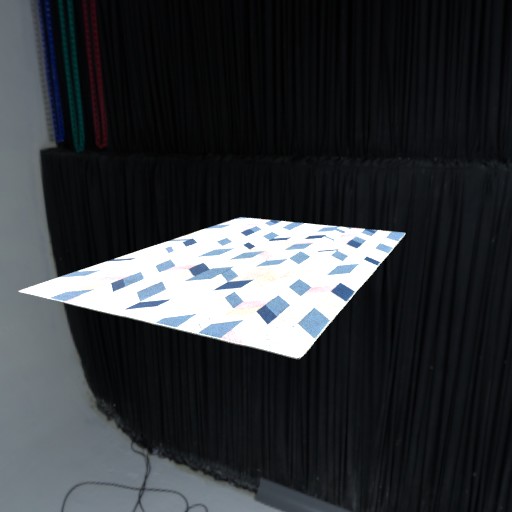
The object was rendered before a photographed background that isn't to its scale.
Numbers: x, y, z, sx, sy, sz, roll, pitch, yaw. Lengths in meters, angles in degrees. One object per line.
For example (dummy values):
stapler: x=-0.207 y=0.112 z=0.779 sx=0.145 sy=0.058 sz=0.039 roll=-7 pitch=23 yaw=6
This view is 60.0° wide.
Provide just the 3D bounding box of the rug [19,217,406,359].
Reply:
rug: x=0.000 y=0.000 z=2.278 sx=1.202 sy=0.006 sz=1.813 roll=8 pitch=17 yaw=26
